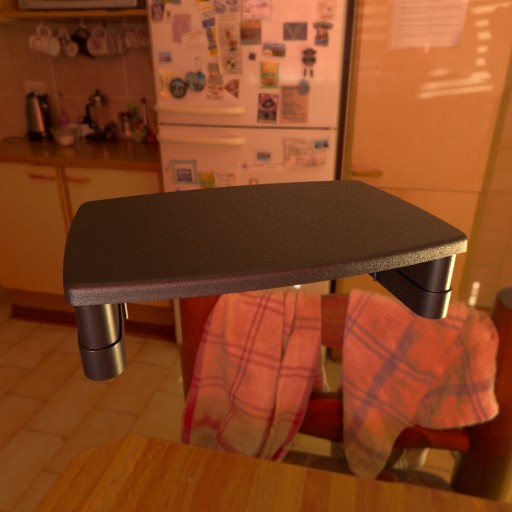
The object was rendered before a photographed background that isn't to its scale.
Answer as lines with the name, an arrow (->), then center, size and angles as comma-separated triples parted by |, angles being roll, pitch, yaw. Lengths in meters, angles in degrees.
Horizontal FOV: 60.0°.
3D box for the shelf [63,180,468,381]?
shelf -> 0.000, 0.000, 0.528 | 0.410, 0.100, 0.280 | -7, 25, -15
